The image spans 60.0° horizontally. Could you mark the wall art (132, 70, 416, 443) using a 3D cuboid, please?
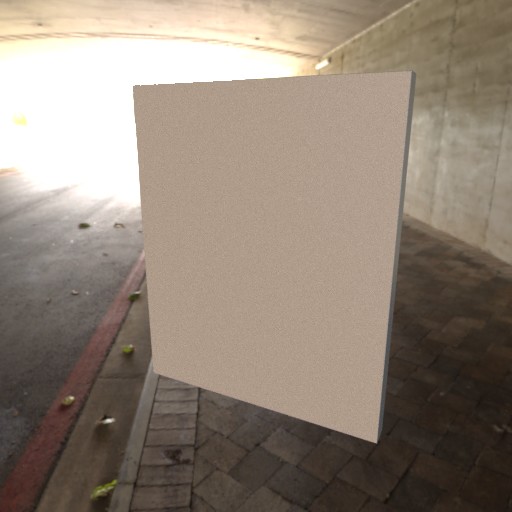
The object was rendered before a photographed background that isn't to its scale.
[{"bbox_3d":[0.000,0.000,0.740,0.452,0.549,0.038,9,19,26],"label":"wall art"}]
